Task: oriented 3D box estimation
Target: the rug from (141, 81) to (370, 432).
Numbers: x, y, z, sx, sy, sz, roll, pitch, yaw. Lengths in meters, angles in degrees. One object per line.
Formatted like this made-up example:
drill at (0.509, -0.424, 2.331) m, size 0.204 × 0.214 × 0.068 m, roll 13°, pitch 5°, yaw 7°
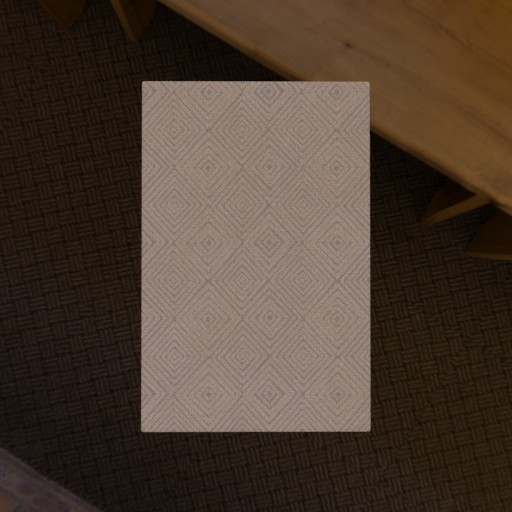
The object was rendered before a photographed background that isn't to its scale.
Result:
rug at (0.000, 0.000, 2.223) m, size 1.143 × 0.008 × 1.753 m, roll 0°, pitch 89°, yaw 0°
